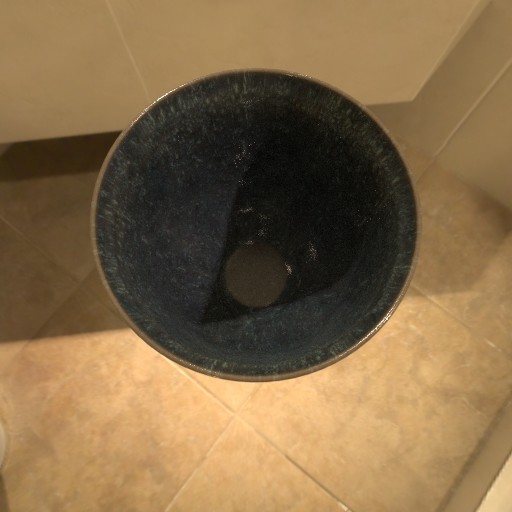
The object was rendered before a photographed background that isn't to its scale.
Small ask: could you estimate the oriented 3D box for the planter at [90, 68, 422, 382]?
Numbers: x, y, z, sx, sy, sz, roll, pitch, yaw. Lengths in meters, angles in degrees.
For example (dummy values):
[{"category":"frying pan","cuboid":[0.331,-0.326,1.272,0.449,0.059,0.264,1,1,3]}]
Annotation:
[{"category":"planter","cuboid":[0.000,0.000,0.363,0.195,0.214,0.195,0,75,0]}]
